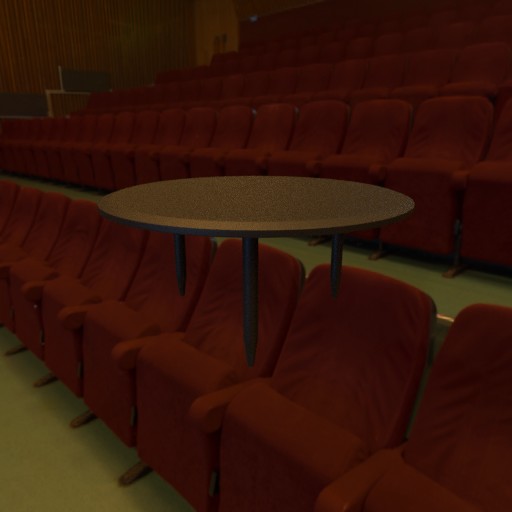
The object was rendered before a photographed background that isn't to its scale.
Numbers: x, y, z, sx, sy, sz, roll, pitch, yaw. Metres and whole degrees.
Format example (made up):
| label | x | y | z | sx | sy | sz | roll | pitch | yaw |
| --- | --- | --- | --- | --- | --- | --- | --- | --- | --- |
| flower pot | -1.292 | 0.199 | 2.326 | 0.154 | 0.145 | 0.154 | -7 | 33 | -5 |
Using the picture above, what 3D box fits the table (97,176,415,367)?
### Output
| label | x | y | z | sx | sy | sz | roll | pitch | yaw |
| --- | --- | --- | --- | --- | --- | --- | --- | --- | --- |
| table | 0.000 | 0.000 | 1.383 | 0.900 | 0.400 | 0.900 | 0 | 17 | 0 |
